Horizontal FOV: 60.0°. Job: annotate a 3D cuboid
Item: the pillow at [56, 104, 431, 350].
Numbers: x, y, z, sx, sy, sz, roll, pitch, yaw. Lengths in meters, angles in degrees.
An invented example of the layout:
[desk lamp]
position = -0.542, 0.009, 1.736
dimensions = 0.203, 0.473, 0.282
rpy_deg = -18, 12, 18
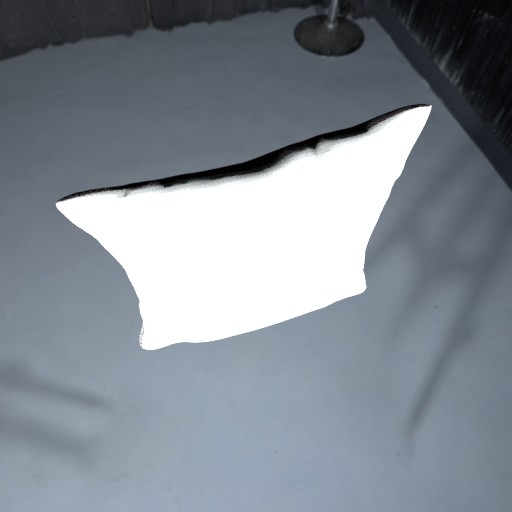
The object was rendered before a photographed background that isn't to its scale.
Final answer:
[pillow]
position = 0.000, 0.000, 0.718
dimensions = 0.475, 0.473, 0.178
rpy_deg = -16, 60, -9
